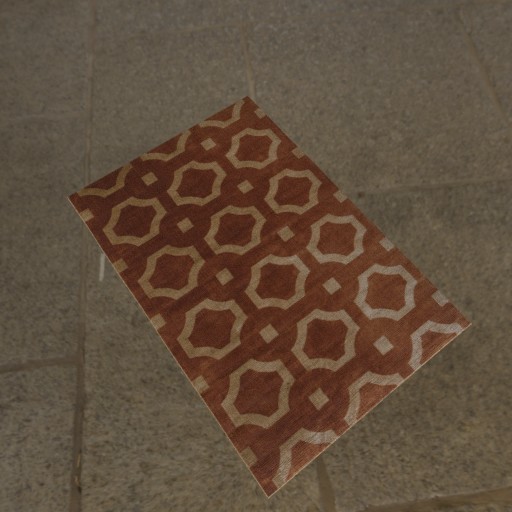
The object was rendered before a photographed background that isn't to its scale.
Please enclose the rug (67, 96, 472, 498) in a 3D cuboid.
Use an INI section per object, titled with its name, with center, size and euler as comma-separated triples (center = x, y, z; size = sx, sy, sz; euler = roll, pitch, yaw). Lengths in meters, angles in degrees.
[rug]
center = 0.000, 0.000, 2.871
size = 1.555, 0.016, 2.286
euler = -34, 69, -15
